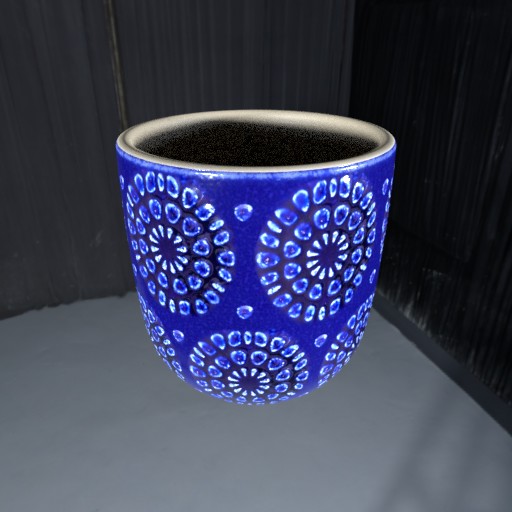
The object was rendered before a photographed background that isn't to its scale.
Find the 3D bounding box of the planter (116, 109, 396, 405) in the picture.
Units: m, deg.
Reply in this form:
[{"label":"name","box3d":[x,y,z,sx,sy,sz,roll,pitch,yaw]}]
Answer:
[{"label":"planter","box3d":[0.000,0.000,0.202,0.109,0.112,0.109,0,27,0]}]
